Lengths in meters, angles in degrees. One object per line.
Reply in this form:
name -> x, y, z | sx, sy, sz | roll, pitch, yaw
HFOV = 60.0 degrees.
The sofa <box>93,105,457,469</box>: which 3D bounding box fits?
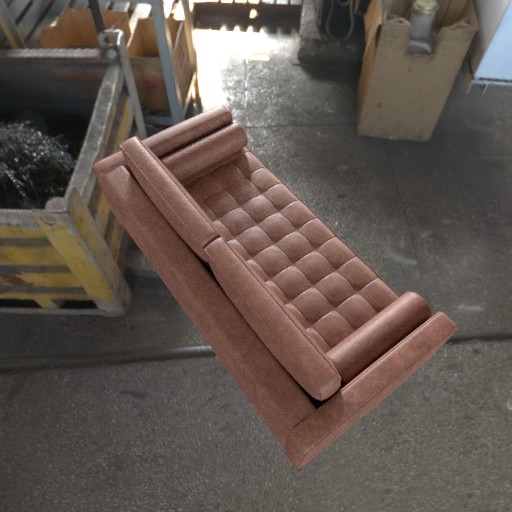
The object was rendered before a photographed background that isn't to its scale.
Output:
sofa -> 0.000, 0.000, 2.358 | 0.910, 0.760, 1.870 | -32, 63, -19
